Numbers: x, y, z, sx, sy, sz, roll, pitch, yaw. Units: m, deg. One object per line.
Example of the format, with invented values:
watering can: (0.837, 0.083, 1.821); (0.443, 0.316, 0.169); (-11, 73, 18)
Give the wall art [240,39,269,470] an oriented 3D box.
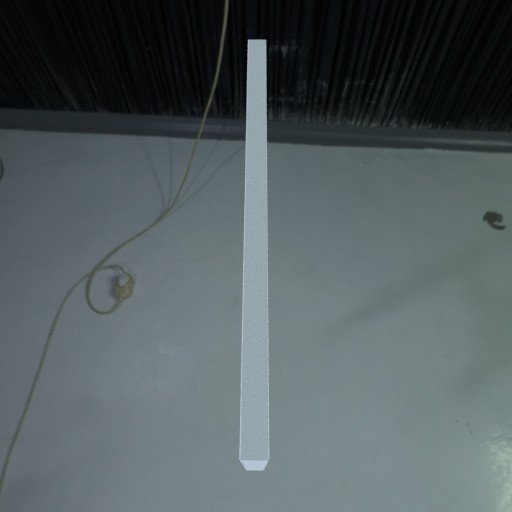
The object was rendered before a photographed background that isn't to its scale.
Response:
wall art: (0.000, 0.000, 0.946); (0.038, 0.431, 0.812); (0, 63, 0)
